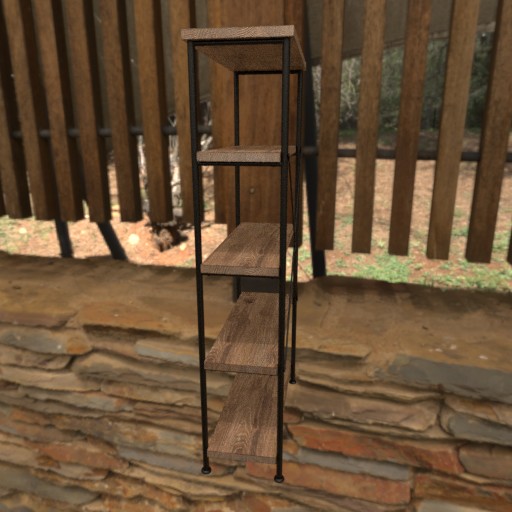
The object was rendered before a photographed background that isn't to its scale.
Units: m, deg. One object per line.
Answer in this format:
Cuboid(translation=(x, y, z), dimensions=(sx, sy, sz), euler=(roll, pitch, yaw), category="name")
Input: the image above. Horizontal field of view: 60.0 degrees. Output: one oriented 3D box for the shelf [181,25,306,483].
Cuboid(translation=(0.000, 0.000, 1.988), dimensions=(0.360, 1.700, 0.800), euler=(2, 16, 8), category="shelf")
